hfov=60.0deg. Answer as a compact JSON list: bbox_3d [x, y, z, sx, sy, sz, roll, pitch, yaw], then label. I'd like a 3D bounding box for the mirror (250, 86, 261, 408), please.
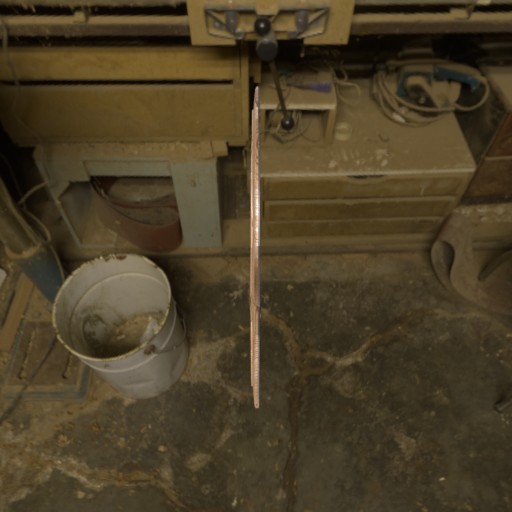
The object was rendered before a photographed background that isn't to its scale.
[{"bbox_3d":[0.000,0.000,1.068,0.019,0.686,0.686,0,57,0],"label":"mirror"}]
